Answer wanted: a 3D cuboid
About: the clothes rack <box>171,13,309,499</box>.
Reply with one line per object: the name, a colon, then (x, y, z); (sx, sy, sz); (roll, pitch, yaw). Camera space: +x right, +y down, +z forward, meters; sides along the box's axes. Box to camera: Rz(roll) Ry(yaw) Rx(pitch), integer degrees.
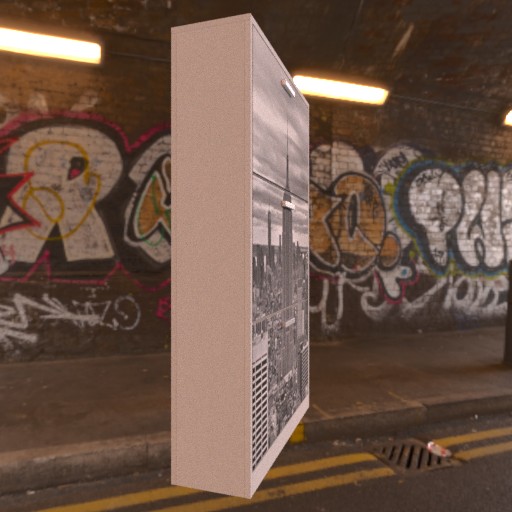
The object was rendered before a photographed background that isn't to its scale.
clothes rack: (0.000, 0.000, 1.558); (0.250, 1.280, 0.750); (0, 0, 19)
